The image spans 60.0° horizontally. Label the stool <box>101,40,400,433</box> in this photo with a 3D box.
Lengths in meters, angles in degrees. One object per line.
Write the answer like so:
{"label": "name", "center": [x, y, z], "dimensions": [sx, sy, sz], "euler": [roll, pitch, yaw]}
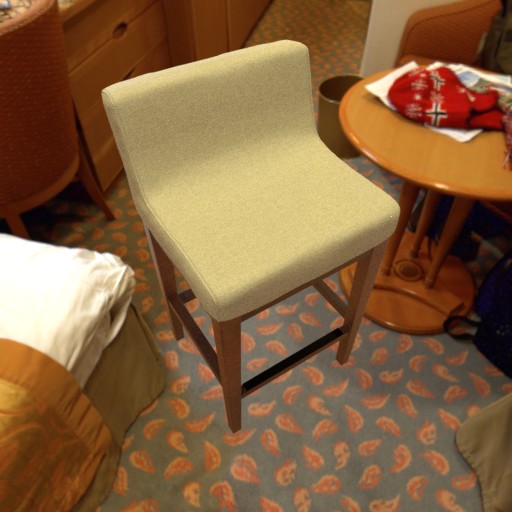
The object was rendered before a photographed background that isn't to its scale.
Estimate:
{"label": "stool", "center": [0.000, 0.000, 1.231], "dimensions": [0.511, 0.937, 0.500], "euler": [-25, 52, -22]}
